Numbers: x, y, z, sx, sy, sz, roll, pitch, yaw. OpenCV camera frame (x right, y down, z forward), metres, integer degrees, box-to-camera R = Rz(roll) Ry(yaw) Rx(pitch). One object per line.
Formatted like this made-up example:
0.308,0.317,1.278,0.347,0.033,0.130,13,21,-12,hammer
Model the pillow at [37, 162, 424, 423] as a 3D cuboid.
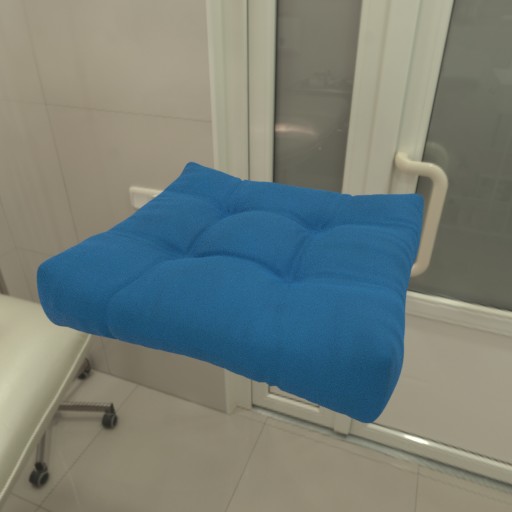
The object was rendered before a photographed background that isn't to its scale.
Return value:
0.000,0.000,0.718,0.490,0.128,0.468,11,33,18,pillow
